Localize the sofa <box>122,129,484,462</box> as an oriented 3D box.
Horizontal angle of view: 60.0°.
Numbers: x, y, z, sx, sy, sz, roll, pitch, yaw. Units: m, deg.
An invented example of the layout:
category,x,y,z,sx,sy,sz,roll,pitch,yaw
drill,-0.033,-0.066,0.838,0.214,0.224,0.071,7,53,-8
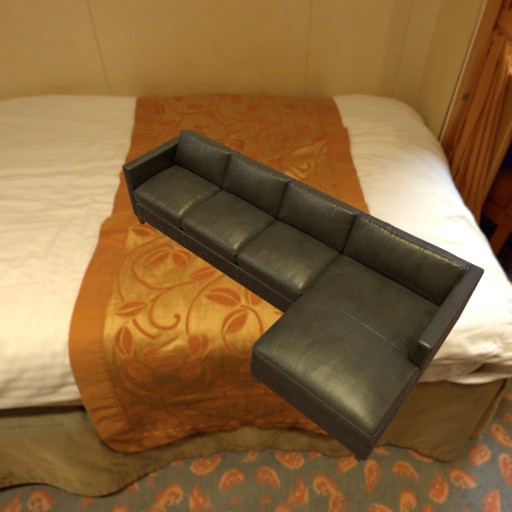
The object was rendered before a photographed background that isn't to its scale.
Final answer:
category,x,y,z,sx,sy,sz,roll,pitch,yaw
sofa,0.000,0.000,3.849,3.203,0.883,1.581,31,53,27
